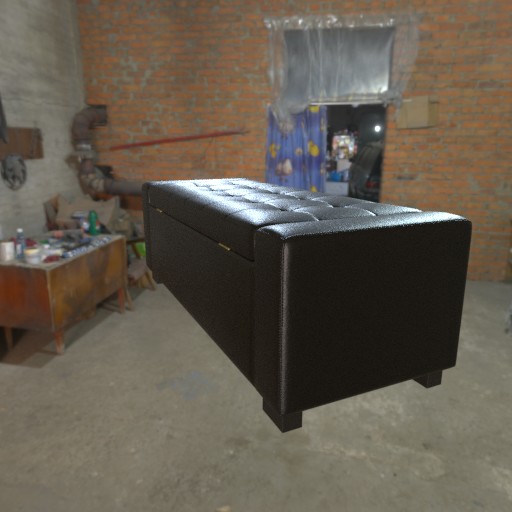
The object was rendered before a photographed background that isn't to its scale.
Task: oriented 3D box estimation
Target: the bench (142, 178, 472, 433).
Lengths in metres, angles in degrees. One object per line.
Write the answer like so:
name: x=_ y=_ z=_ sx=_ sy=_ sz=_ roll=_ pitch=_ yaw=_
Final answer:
bench: x=0.000 y=0.000 z=1.526 sx=0.508 sy=0.445 sz=1.296 roll=-7 pitch=16 yaw=-25
